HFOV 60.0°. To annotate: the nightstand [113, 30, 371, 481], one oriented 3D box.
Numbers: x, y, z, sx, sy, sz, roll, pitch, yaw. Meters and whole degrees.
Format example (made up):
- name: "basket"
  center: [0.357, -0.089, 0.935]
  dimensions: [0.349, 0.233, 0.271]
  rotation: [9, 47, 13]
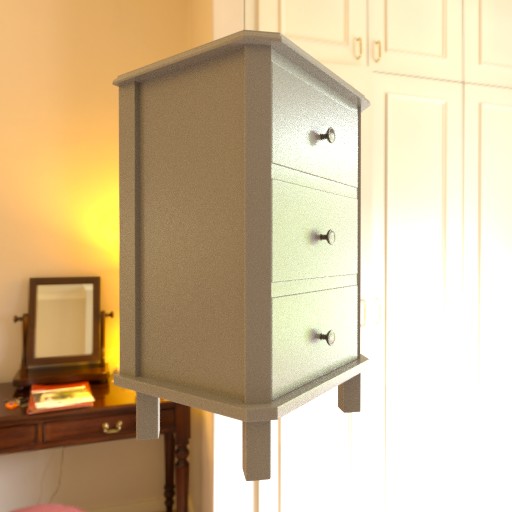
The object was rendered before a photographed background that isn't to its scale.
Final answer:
- name: "nightstand"
  center: [0.000, 0.000, 0.905]
  dimensions: [0.348, 0.680, 0.435]
  rotation: [0, 1, 36]
